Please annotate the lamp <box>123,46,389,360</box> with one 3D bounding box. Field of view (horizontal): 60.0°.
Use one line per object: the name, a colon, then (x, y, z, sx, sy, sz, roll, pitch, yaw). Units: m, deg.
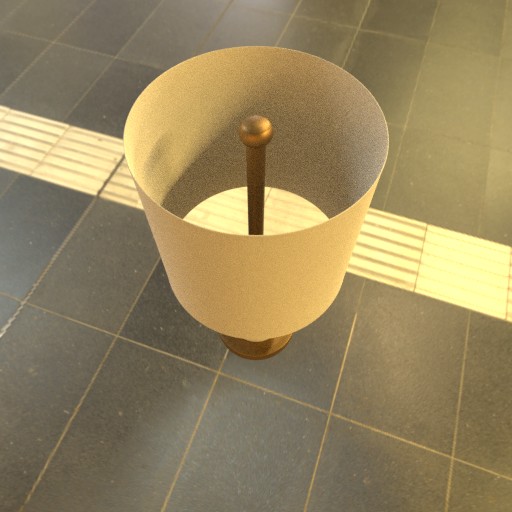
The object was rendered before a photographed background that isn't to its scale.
lamp: (0.000, 0.000, 0.525, 0.210, 0.410, 0.210, 0, 59, 0)
